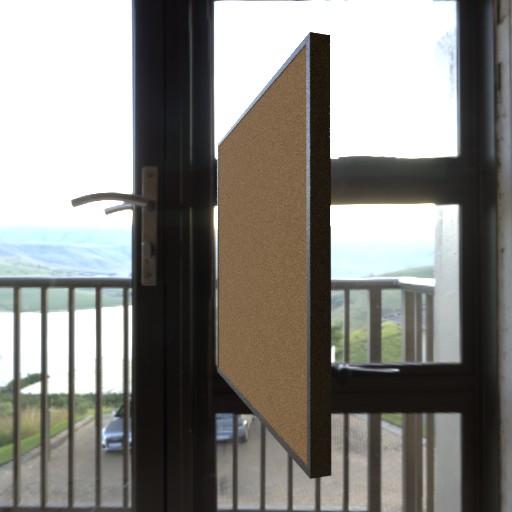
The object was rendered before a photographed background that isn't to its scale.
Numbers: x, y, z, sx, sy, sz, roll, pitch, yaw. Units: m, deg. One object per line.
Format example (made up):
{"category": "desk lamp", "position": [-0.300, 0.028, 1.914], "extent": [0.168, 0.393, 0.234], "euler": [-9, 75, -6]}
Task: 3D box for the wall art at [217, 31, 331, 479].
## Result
{"category": "wall art", "position": [0.000, 0.000, 1.118], "extent": [0.039, 0.758, 0.758], "euler": [0, -1, -17]}
